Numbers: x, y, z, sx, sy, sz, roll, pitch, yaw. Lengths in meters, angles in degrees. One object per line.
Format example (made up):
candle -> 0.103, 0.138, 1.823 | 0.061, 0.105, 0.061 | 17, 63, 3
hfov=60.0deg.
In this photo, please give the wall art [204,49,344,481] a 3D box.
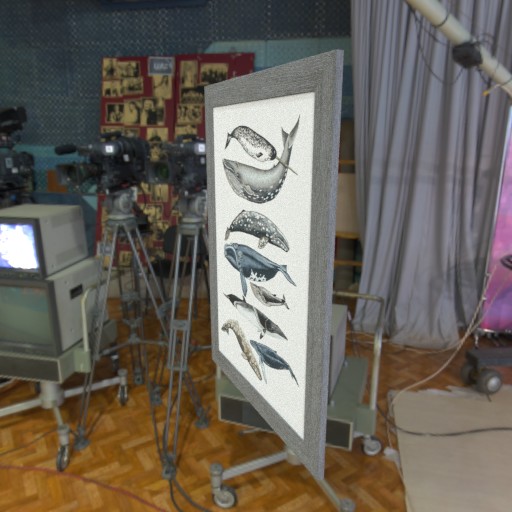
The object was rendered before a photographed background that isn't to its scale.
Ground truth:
wall art -> 0.000, 0.000, 1.391 | 0.020, 1.070, 0.768 | -7, 17, -26
